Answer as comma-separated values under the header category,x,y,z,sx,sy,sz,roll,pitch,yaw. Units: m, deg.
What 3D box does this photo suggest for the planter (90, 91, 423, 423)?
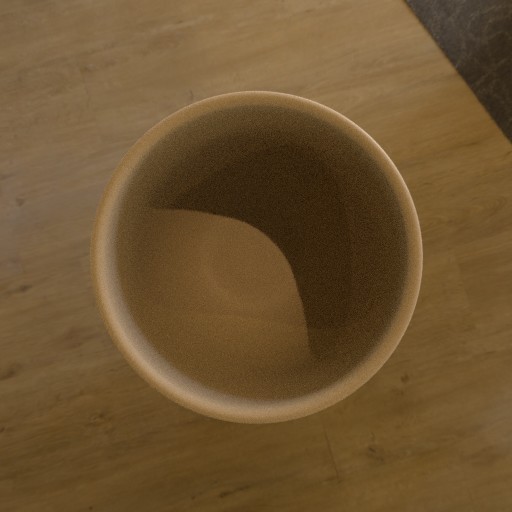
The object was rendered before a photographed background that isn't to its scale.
category,x,y,z,sx,sy,sz,roll,pitch,yaw
planter,0.000,0.000,0.301,0.170,0.152,0.170,0,91,0
